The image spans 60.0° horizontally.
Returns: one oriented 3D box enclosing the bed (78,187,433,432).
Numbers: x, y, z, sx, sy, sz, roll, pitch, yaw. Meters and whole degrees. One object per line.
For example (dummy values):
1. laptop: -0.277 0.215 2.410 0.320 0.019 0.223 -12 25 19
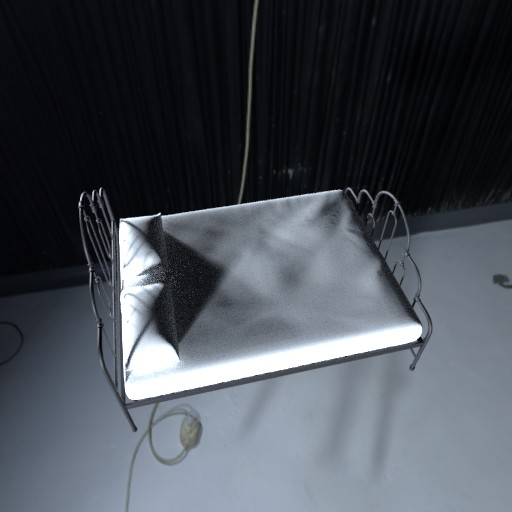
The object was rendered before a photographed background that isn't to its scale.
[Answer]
1. bed: 0.000 0.000 3.308 2.163 1.429 1.640 -10 48 -9
